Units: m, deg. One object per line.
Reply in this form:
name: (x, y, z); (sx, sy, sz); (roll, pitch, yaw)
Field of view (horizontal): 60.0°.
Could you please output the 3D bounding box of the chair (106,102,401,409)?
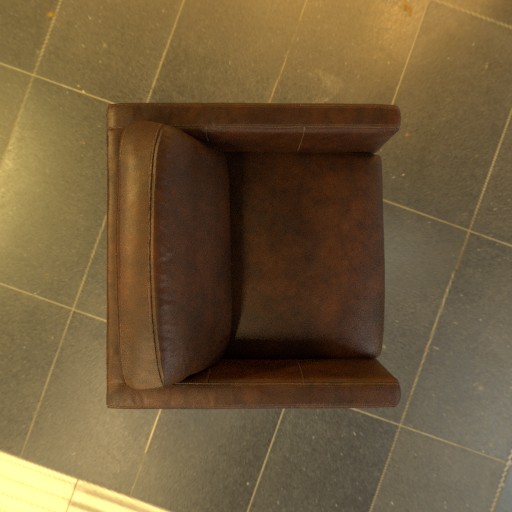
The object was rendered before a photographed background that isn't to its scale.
chair: (0.000, 0.000, 1.695); (0.975, 0.864, 0.990); (0, 90, 0)
